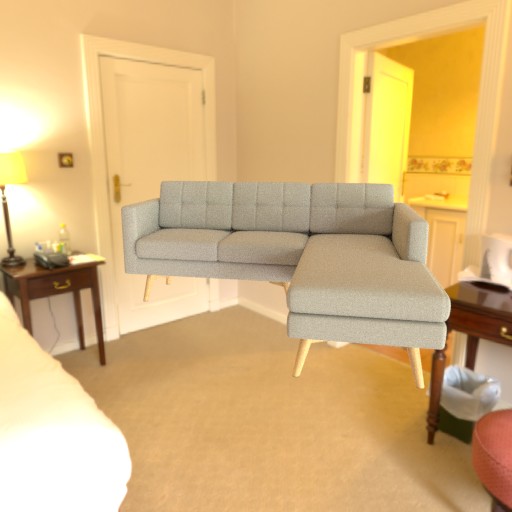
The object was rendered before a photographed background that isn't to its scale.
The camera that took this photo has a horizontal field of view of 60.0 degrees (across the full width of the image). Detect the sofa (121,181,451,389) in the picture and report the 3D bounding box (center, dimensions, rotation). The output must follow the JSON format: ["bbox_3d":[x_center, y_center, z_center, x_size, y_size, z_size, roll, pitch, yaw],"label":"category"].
[{"bbox_3d":[0.000,0.000,2.844,2.040,0.860,1.530,3,13,11],"label":"sofa"}]
